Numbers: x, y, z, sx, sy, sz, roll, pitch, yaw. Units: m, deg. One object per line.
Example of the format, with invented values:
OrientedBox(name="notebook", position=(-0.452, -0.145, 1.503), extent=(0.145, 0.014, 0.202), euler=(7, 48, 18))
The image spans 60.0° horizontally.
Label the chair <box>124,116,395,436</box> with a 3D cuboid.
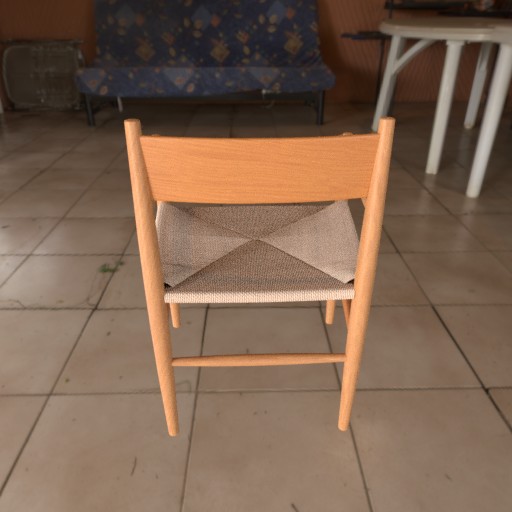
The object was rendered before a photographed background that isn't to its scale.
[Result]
OrientedBox(name="chair", position=(0.000, 0.000, 1.110), extent=(0.556, 0.762, 0.495), euler=(-1, 29, -2))
